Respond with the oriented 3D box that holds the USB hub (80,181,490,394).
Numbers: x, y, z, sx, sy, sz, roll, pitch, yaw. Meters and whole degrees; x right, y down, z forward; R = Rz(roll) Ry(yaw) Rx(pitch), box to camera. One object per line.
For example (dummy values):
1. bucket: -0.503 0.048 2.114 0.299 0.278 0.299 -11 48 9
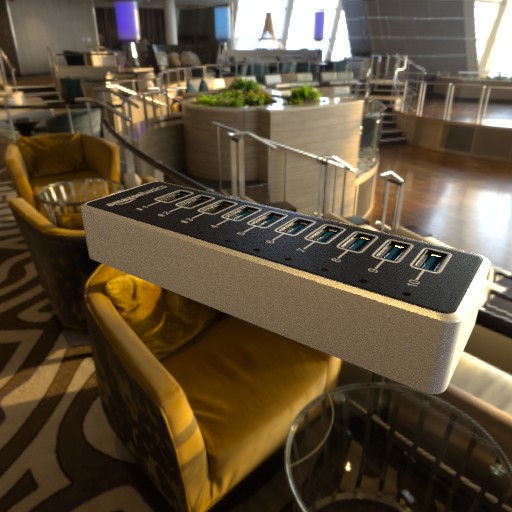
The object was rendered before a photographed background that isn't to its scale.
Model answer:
1. USB hub: 0.000 0.000 0.160 0.145 0.023 0.044 17 31 31
